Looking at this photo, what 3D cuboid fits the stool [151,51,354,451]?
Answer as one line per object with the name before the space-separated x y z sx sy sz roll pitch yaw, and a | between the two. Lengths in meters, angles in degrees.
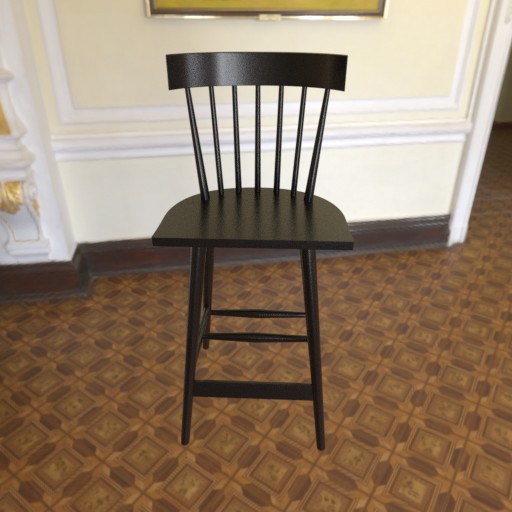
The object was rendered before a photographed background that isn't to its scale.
stool | 0.000 0.000 1.322 0.482 1.092 0.483 1 28 2
